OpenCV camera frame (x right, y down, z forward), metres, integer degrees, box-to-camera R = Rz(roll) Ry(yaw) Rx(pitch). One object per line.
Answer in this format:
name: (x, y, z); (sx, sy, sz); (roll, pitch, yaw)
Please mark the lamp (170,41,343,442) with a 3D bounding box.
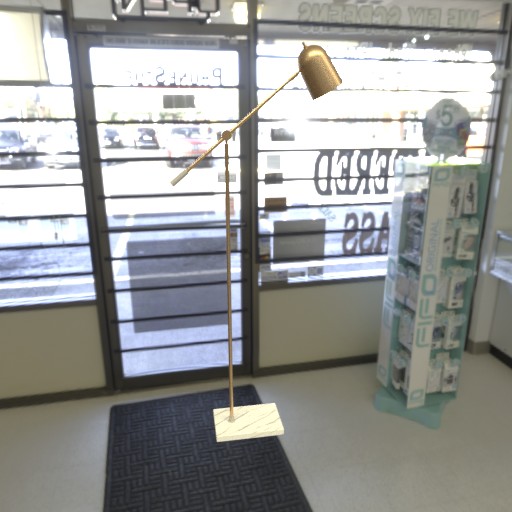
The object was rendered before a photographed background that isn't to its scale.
lamp: (0.000, 0.000, 1.796); (0.653, 1.594, 0.194); (-3, 17, -9)
